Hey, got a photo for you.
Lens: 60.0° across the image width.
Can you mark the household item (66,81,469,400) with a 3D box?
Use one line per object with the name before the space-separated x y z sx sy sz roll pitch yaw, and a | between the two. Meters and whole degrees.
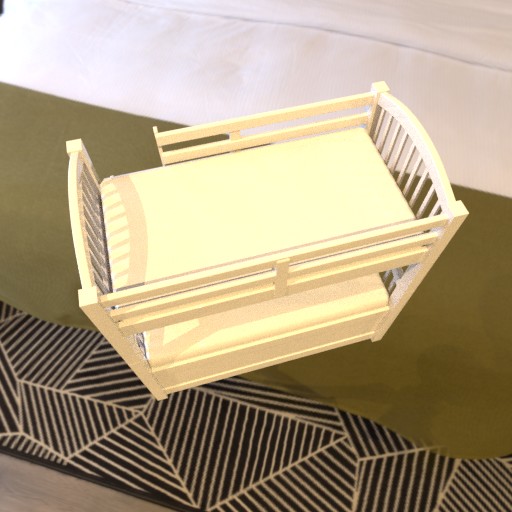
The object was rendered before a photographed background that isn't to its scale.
household item | 0.000 0.000 3.285 2.032 2.032 1.143 -13 60 -8
